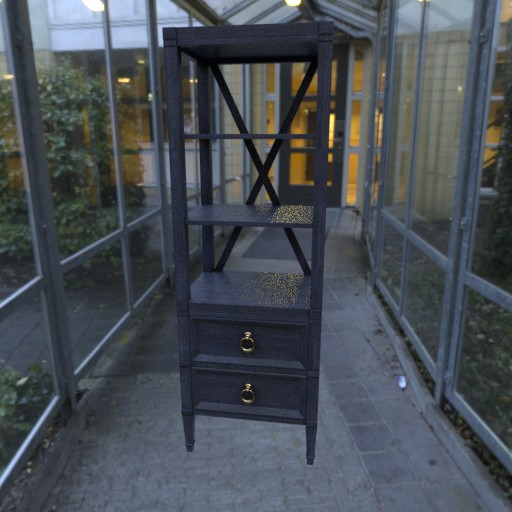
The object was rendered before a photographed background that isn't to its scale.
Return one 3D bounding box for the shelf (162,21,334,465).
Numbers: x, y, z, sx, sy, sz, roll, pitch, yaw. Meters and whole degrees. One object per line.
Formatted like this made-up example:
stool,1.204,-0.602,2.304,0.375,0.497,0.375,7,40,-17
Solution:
shelf,0.000,0.000,1.924,0.584,1.727,0.472,2,15,8
